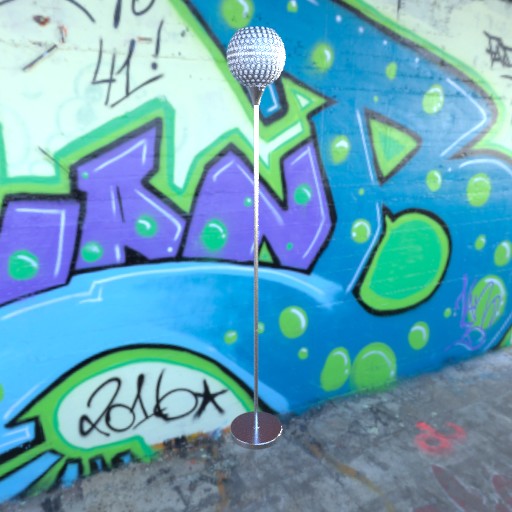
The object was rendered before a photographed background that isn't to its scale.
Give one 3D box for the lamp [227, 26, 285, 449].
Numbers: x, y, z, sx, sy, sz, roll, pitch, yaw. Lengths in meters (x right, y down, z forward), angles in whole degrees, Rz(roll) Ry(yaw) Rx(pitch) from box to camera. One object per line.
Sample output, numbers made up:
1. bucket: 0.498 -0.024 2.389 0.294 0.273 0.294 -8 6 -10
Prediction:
1. lamp: 0.000 0.000 1.948 0.254 1.805 0.254 0 15 0
